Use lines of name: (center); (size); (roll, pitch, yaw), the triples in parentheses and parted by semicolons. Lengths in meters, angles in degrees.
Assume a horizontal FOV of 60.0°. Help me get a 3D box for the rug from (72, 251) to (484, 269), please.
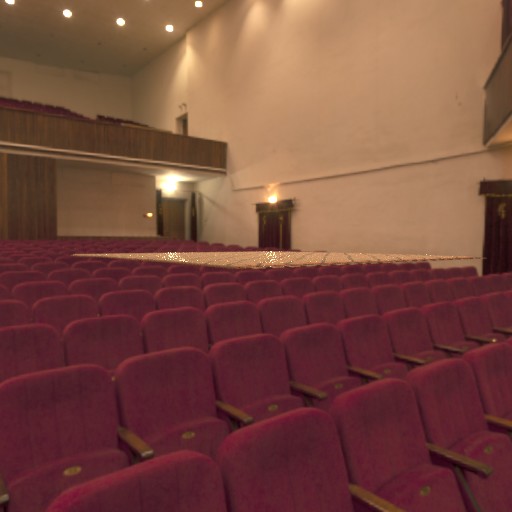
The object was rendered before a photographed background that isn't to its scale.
rug: (0.000, 0.000, 4.803); (2.892, 0.036, 3.585); (-1, 2, -38)
